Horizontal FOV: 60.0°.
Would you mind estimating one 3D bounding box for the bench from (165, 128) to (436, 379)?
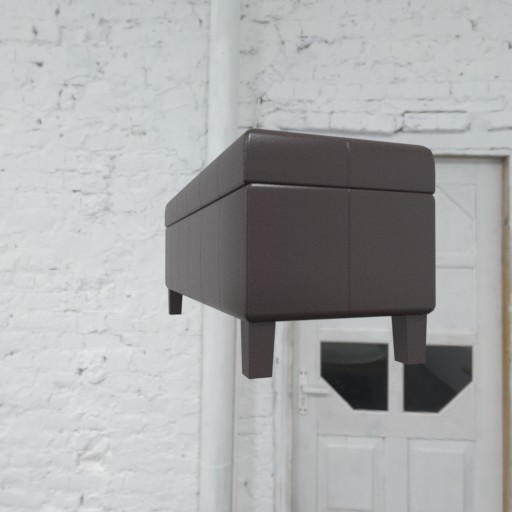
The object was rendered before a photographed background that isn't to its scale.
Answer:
[{"bbox_3d":[0.000,0.000,1.360,0.429,0.457,1.092,0,-1,-19],"label":"bench"}]
